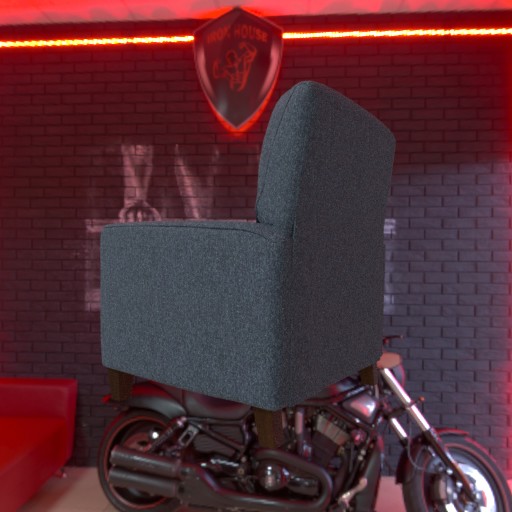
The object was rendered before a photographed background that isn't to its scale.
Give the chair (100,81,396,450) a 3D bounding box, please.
[{"bbox_3d":[0.000,0.000,1.657,0.850,1.016,0.839,0,0,36],"label":"chair"}]
